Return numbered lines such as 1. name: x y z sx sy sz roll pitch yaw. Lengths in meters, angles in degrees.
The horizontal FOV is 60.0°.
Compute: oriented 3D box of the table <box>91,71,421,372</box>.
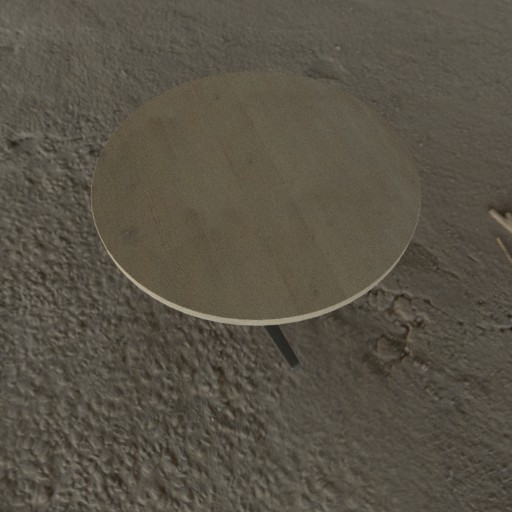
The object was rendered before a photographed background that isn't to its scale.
1. table: 0.000 0.000 1.422 0.800 0.780 0.800 0 58 0
